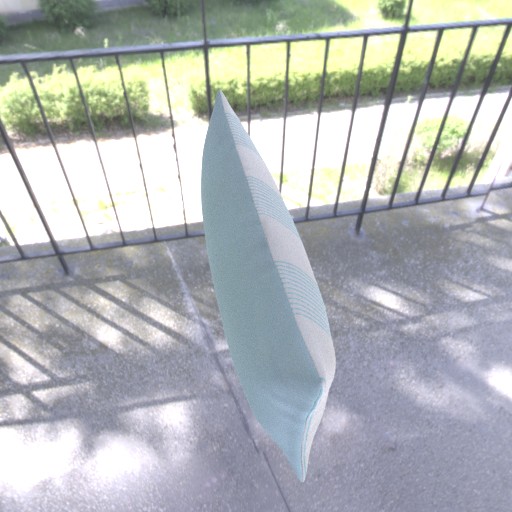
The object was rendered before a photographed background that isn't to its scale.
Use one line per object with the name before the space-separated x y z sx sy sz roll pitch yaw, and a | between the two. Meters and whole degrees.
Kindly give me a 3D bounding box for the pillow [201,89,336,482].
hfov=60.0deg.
pillow | 0.000 0.000 0.715 0.151 0.287 0.610 -9 47 -8
